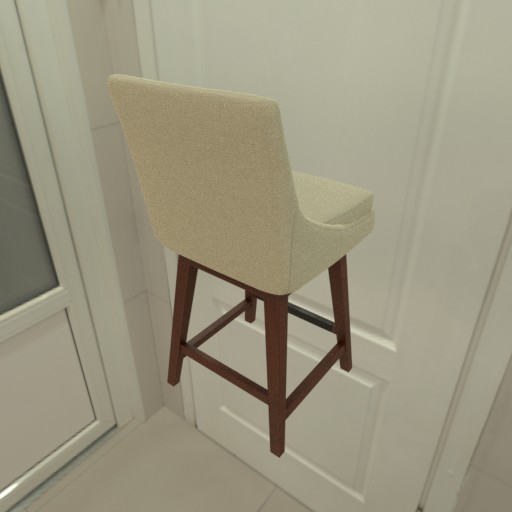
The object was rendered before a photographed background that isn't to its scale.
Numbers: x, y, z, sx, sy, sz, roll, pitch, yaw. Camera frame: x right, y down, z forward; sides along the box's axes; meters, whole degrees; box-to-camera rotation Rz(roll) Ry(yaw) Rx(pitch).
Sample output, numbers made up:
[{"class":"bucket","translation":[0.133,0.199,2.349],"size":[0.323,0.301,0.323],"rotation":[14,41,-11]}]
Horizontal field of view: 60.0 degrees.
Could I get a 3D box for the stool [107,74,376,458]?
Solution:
[{"class":"stool","translation":[0.000,0.000,1.261],"size":[0.469,0.991,0.559],"rotation":[22,37,32]}]
